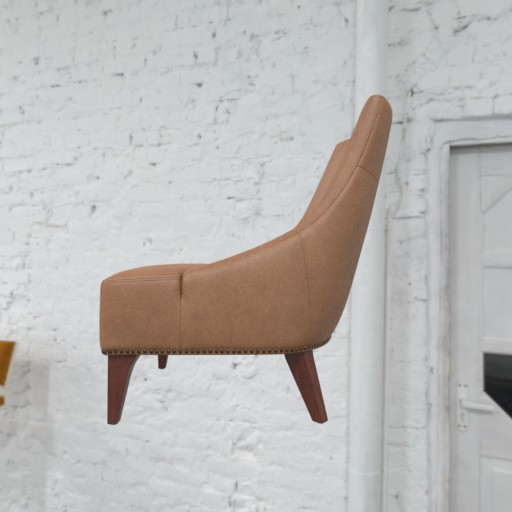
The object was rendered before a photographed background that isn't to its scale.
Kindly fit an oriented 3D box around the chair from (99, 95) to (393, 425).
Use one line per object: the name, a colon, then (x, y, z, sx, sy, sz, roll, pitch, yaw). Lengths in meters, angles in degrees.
chair: (0.000, 0.000, 1.501, 0.861, 0.909, 0.701, 0, -1, 0)
